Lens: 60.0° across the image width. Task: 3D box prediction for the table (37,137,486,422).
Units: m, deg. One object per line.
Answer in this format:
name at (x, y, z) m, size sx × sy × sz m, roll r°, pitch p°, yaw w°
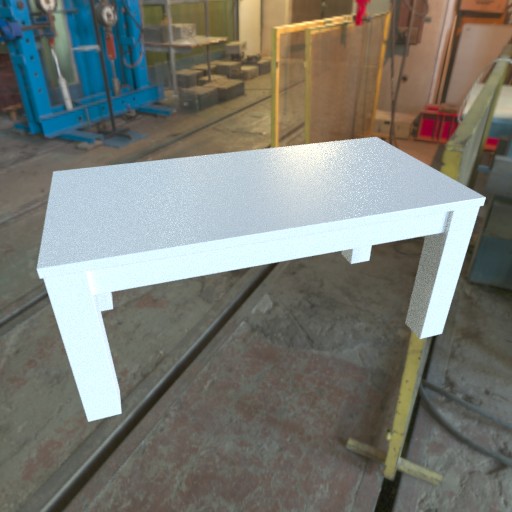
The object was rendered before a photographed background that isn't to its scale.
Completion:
table at (0.000, 0.000, 2.254) m, size 1.800 × 0.790 × 0.900 m, roll -10°, pitch 34°, yaw -15°
